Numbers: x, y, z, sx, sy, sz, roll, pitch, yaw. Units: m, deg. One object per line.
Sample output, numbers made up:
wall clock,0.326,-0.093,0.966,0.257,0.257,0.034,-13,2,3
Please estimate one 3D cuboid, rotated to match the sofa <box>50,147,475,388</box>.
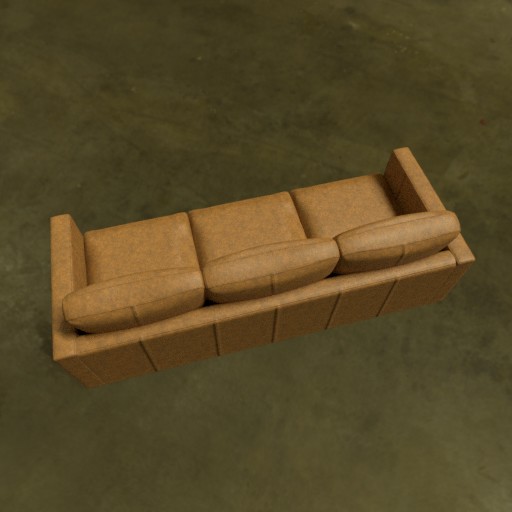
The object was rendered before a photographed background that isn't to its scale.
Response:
sofa,0.000,0.000,2.665,2.231,0.930,0.903,-12,59,-7
